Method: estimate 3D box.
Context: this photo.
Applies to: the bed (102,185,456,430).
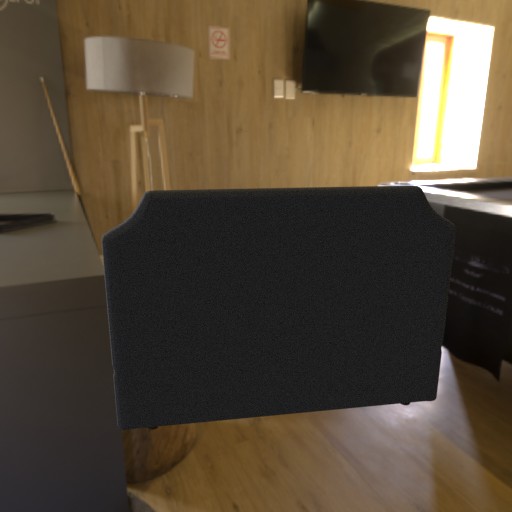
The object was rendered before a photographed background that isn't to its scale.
[{"bbox_3d":[0.000,0.000,3.378,1.831,1.297,2.260,-2,16,-8],"label":"bed"}]
